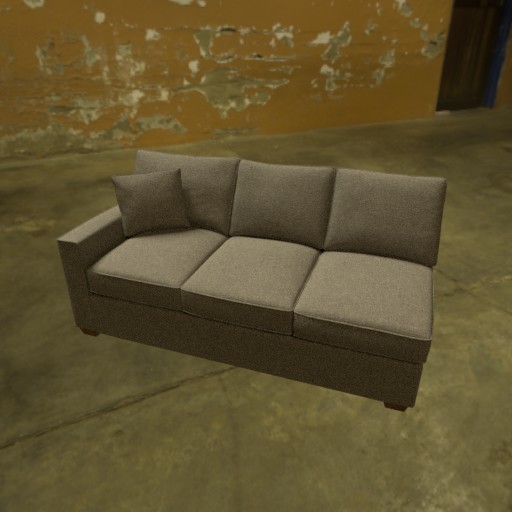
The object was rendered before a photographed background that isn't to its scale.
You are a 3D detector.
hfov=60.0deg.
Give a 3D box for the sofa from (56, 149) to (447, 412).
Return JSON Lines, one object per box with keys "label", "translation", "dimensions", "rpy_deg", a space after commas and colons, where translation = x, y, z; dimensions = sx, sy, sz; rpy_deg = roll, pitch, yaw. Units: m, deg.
{"label": "sofa", "translation": [0.000, 0.000, 2.580], "dimensions": [1.963, 0.946, 1.034], "rpy_deg": [9, 28, 17]}
